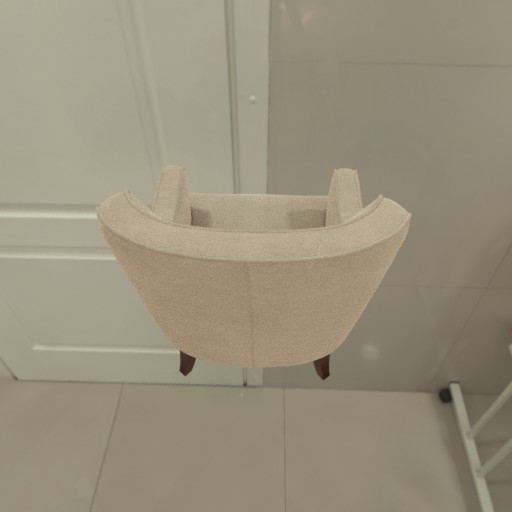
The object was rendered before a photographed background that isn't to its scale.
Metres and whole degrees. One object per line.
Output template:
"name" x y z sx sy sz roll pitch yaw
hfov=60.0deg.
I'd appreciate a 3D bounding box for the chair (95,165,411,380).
"chair" 0.000 0.000 1.574 0.781 0.920 0.910 1 46 1
